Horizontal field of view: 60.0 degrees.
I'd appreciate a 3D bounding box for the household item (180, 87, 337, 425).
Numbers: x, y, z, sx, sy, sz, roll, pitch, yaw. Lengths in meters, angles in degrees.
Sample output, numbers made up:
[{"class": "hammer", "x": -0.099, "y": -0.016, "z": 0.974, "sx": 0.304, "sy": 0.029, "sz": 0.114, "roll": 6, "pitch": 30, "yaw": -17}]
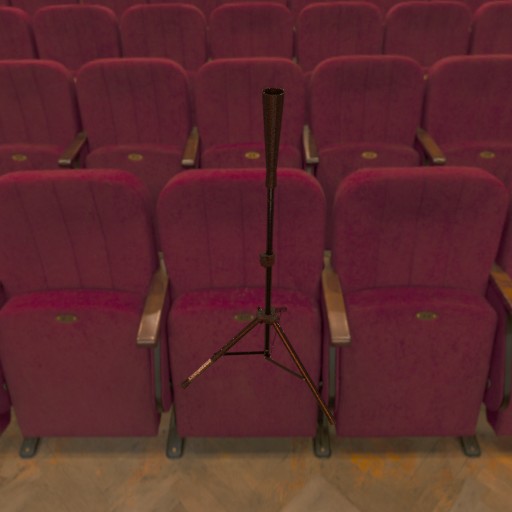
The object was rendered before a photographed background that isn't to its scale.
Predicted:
[{"class": "household item", "x": 0.000, "y": 0.000, "z": 1.410, "sx": 0.559, "sy": 1.067, "sz": 0.559, "roll": 0, "pitch": 39, "yaw": 0}]
